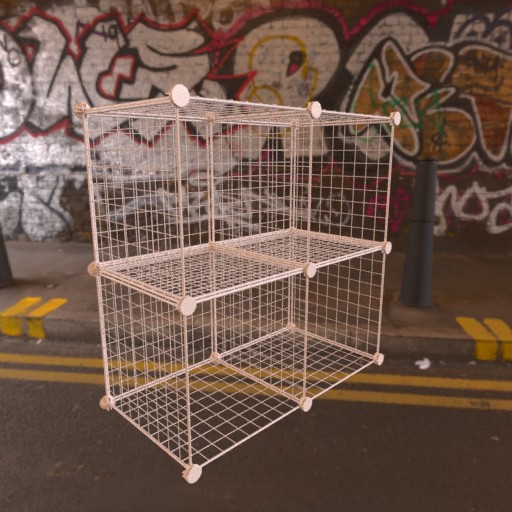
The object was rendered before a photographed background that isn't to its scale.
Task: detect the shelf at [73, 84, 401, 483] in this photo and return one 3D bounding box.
[{"bbox_3d":[0.000,0.000,1.115,0.711,0.711,0.356,-13,18,-43],"label":"shelf"}]
